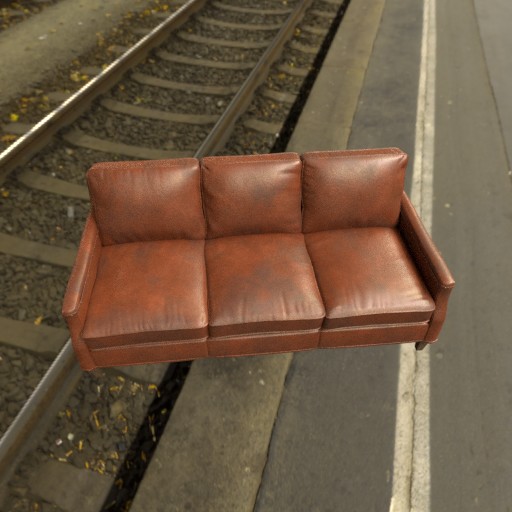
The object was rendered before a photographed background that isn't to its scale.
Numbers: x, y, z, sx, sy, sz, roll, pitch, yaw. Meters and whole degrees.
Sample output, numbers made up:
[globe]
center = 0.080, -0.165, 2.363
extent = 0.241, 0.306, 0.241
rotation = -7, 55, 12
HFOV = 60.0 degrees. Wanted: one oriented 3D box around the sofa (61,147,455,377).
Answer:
[sofa]
center = 0.000, 0.000, 2.878
extent = 2.240, 1.003, 1.084
rotation = -4, 46, -4
